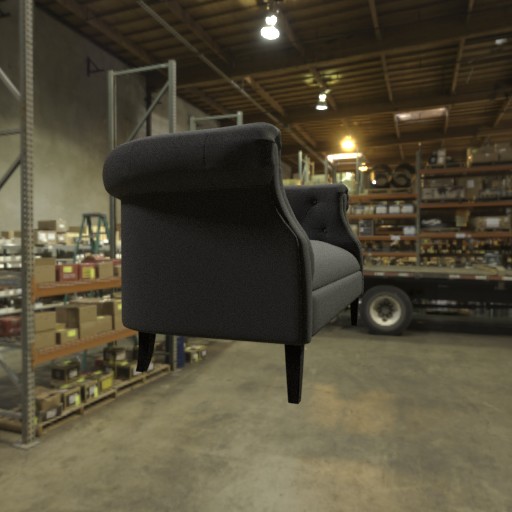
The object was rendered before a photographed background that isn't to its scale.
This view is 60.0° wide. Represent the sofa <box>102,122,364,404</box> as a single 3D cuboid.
[{"bbox_3d":[0.000,0.000,2.053,0.835,0.827,1.558,0,1,20],"label":"sofa"}]
